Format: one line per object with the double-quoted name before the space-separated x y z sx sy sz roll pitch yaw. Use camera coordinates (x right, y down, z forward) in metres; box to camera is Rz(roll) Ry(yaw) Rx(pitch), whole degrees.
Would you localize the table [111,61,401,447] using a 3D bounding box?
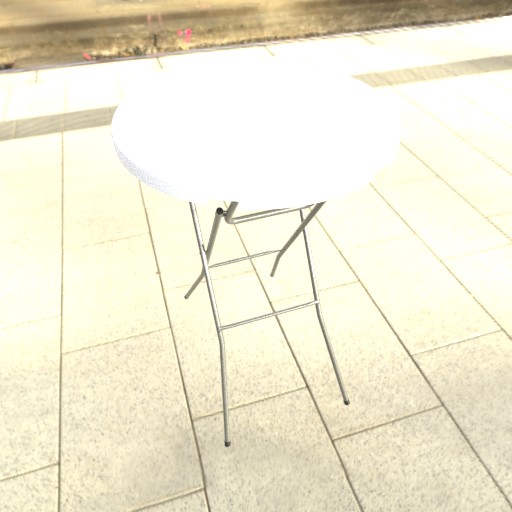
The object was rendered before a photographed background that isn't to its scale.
"table" 0.000 0.000 1.614 0.792 1.105 0.795 -14 45 -14
